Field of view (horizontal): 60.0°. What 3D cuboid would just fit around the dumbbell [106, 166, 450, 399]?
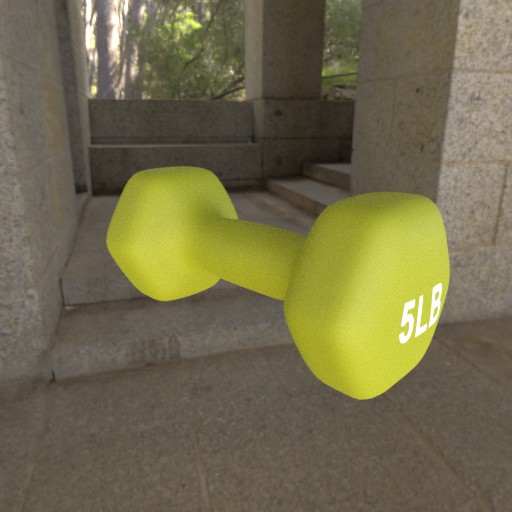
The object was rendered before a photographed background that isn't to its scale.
[{"bbox_3d":[0.000,0.000,0.208,0.080,0.072,0.164,-16,24,-42],"label":"dumbbell"}]
